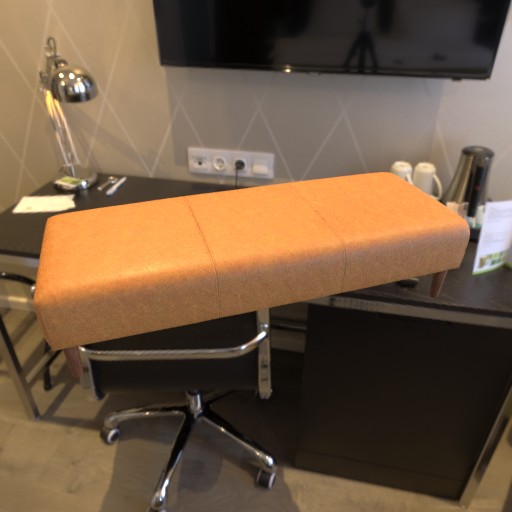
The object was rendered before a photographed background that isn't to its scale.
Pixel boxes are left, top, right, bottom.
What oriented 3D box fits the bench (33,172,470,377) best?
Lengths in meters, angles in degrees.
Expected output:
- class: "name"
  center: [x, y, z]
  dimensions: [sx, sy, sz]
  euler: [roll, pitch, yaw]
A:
- class: "bench"
  center: [0.000, 0.000, 1.859]
  dimensions: [1.610, 0.399, 0.653]
  euler: [-10, 33, -15]
